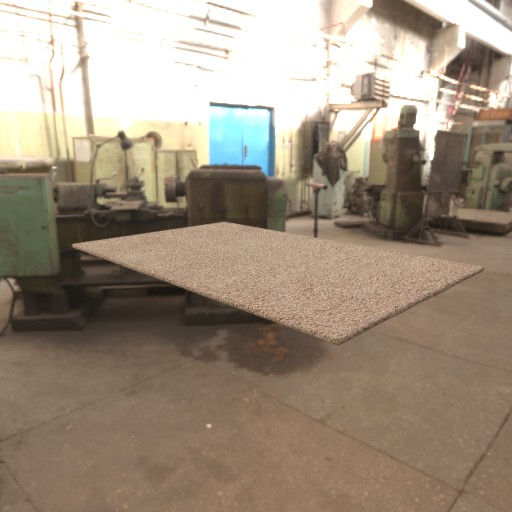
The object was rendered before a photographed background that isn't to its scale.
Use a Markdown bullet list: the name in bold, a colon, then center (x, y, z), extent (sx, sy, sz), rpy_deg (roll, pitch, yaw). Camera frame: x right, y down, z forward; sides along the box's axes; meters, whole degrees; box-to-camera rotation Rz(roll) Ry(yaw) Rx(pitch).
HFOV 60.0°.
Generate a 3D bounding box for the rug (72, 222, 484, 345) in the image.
- **rug**: center (0.000, 0.000, 3.025), extent (1.524, 0.030, 2.438), rpy_deg (-13, 19, -43)
